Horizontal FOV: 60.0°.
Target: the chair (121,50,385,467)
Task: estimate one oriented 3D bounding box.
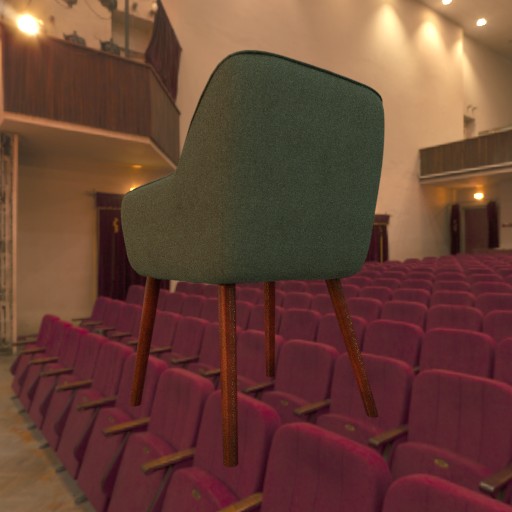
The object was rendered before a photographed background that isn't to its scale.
[{"bbox_3d":[0.000,0.000,1.150,0.543,0.803,0.519,0,0,-37],"label":"chair"}]
